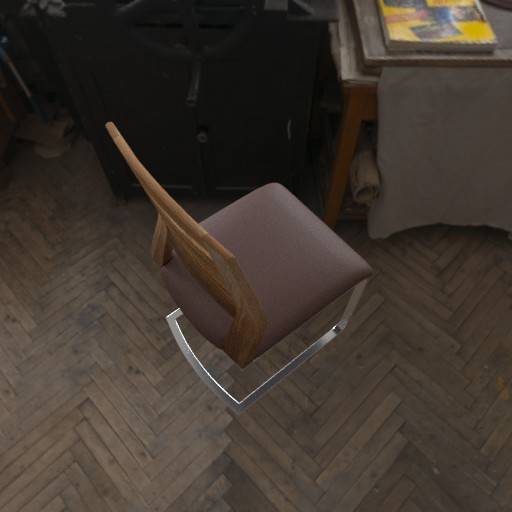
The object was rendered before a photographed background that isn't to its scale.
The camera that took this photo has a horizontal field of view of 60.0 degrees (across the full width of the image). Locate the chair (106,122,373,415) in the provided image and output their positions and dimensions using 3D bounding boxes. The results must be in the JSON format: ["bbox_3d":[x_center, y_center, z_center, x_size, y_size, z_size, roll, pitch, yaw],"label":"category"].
[{"bbox_3d":[0.000,0.000,1.277,0.570,0.970,0.460,-34,64,-20],"label":"chair"}]
